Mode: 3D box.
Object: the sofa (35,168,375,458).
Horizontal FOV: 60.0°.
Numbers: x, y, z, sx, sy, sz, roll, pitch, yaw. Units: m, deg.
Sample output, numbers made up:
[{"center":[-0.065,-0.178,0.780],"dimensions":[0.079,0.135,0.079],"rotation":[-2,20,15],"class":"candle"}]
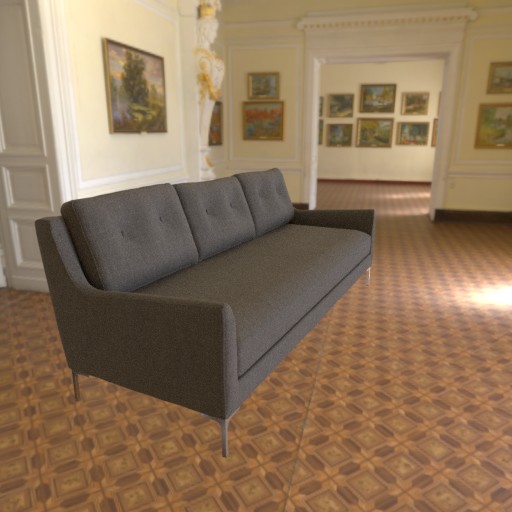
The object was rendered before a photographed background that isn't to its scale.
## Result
[{"center":[0.000,0.000,2.442],"dimensions":[0.849,0.837,2.060],"rotation":[8,17,26],"class":"sofa"}]
